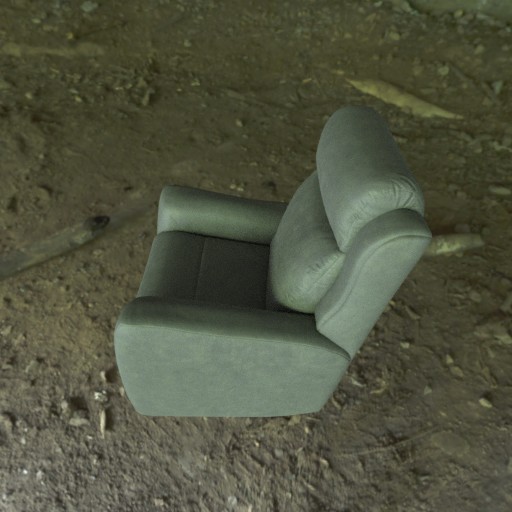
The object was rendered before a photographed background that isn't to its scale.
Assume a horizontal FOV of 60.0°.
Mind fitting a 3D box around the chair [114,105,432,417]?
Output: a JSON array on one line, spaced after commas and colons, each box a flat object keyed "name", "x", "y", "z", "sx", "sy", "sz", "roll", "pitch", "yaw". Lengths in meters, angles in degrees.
[{"name": "chair", "x": 0.000, "y": 0.000, "z": 1.905, "sx": 1.068, "sy": 1.116, "sz": 0.967, "roll": 1, "pitch": 40, "yaw": 1}]
